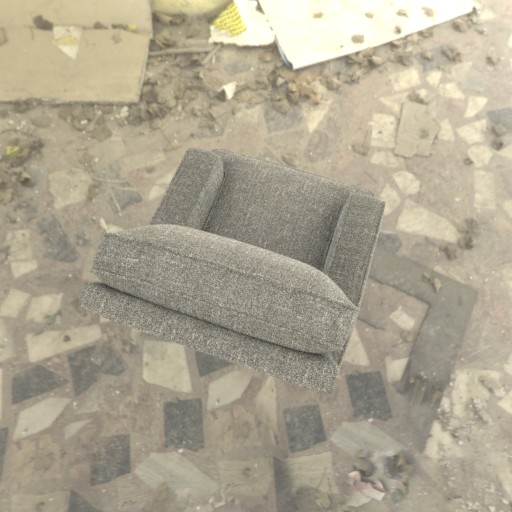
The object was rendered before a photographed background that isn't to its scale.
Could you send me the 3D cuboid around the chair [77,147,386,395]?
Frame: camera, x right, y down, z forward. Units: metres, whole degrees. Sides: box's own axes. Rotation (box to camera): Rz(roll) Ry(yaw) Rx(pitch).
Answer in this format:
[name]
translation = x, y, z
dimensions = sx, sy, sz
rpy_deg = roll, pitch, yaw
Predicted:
[chair]
translation = 0.000, 0.000, 1.706
dimensions = 0.861, 0.962, 0.964
rpy_deg = 17, 65, 8
